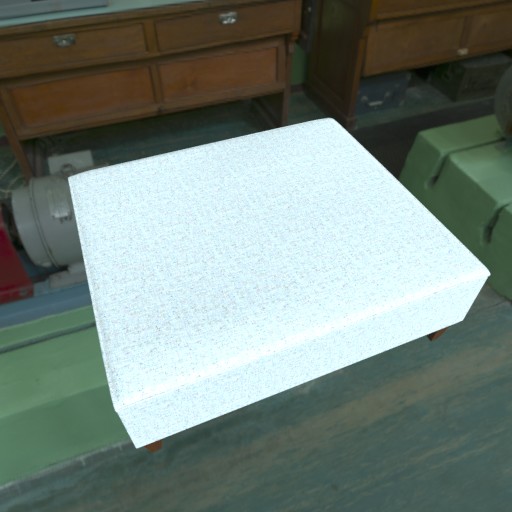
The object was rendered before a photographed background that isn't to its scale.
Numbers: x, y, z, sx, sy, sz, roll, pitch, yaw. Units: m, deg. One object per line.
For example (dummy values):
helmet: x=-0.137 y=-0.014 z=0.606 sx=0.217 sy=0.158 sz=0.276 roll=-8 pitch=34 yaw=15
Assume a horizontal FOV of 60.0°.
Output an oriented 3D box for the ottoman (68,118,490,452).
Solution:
ottoman: x=0.000 y=0.000 z=1.206 sx=0.835 sy=0.303 sz=0.736 roll=-17 pitch=49 yaw=-15
